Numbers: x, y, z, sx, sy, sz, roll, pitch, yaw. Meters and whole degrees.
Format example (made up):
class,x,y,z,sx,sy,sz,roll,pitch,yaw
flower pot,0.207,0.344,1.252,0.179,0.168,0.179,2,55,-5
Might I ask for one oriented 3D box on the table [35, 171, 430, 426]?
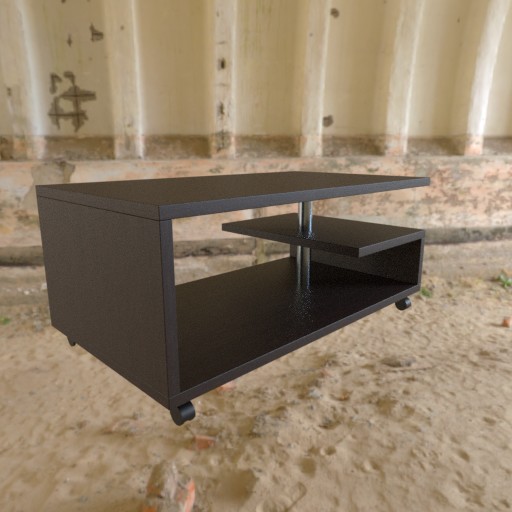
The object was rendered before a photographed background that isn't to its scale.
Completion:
class,x,y,z,sx,sy,sz,roll,pitch,yaw
table,0.000,0.000,1.373,1.050,0.460,0.590,-13,19,-43
